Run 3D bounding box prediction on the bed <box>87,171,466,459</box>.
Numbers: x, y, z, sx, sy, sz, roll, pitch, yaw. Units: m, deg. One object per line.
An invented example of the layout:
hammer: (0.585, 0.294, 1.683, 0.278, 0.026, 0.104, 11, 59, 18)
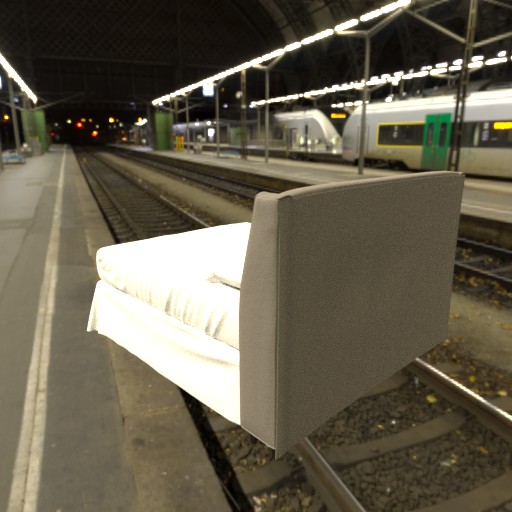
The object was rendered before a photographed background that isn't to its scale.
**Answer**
bed: (0.000, 0.000, 3.396, 1.925, 1.332, 2.276, -14, 20, -42)
